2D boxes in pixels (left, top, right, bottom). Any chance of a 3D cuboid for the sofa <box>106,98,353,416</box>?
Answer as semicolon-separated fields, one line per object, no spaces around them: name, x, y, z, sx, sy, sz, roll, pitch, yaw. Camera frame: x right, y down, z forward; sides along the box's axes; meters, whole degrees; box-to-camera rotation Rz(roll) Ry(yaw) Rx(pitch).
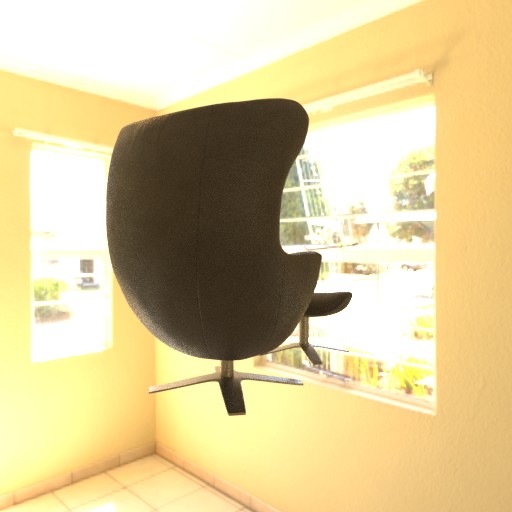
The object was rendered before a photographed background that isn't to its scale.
sofa;0.000;0.000;2.112;0.894;1.135;1.444;1;1;35
